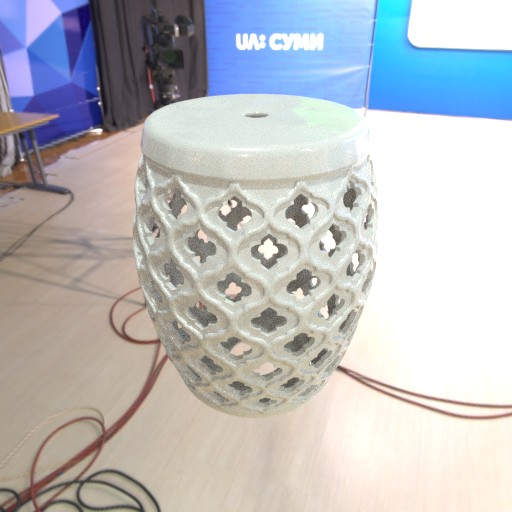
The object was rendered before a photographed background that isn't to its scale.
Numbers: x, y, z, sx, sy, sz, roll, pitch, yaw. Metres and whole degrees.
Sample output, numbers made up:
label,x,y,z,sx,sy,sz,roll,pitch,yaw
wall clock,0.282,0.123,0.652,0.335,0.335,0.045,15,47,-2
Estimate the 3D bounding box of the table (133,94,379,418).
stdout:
label,x,y,z,sx,sy,sz,roll,pitch,yaw
table,0.000,0.000,0.621,0.325,0.388,0.325,0,31,0
